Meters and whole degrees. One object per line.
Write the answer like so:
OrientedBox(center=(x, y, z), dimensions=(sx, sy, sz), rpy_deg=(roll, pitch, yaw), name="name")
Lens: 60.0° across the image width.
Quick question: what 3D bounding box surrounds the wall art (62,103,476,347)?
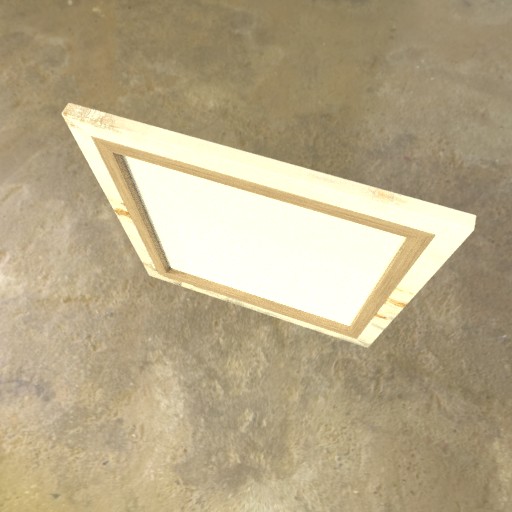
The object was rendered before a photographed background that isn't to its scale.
OrientedBox(center=(0.000, 0.000, 1.497), dimensions=(1.015, 1.018, 0.040), rpy_deg=(17, 65, 8), name="wall art")
